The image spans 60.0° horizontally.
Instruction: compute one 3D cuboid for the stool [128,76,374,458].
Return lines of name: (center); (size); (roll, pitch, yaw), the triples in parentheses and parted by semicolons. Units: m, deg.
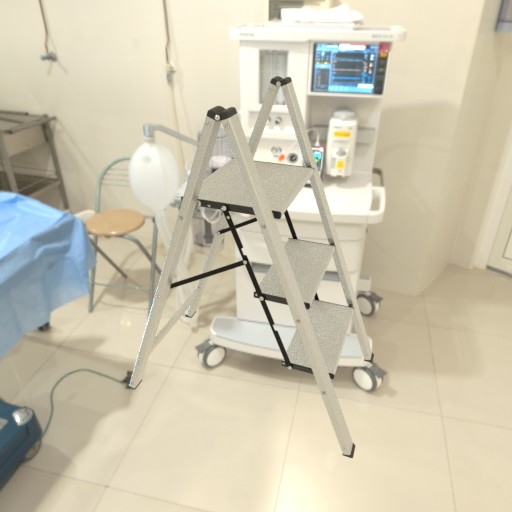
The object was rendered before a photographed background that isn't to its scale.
stool: (0.000, 0.000, 1.271); (0.730, 0.902, 0.441); (11, 33, 17)
